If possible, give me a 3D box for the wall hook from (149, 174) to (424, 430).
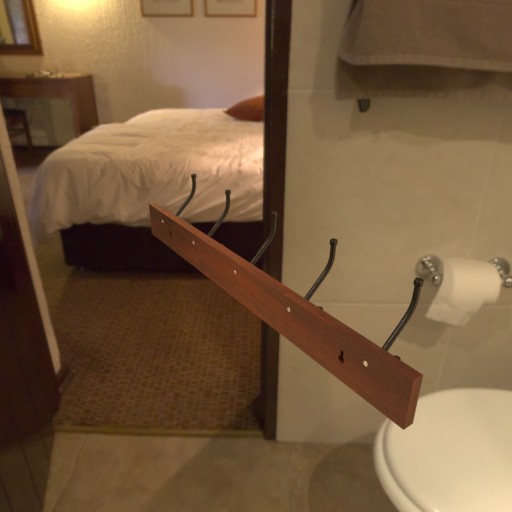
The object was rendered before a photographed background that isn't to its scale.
[{"bbox_3d":[0.000,0.000,0.616,0.071,0.117,0.571,-18,31,-32],"label":"wall hook"}]
